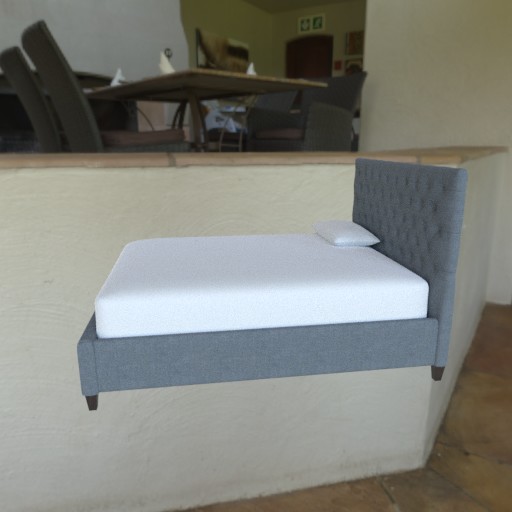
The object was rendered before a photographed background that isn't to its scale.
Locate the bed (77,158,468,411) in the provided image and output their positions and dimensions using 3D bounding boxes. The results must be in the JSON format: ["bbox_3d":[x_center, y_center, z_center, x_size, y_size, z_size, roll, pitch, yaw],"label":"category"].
[{"bbox_3d":[0.000,0.000,3.429,2.335,1.411,1.698,-2,15,-9],"label":"bed"}]
